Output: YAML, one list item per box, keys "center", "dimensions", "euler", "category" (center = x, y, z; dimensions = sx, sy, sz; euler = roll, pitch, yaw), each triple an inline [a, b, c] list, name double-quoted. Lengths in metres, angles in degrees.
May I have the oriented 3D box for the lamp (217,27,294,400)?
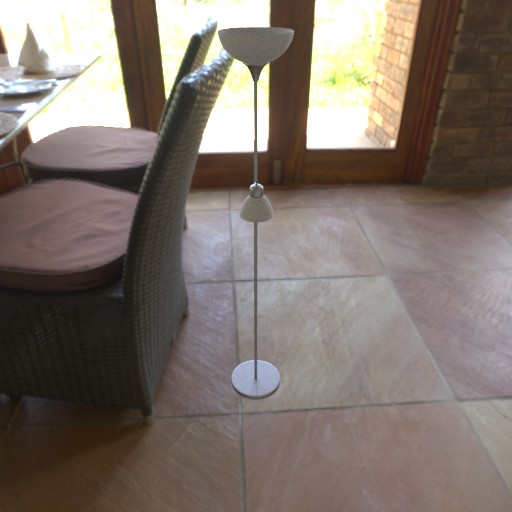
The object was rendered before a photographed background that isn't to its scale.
- center: [0.000, 0.000, 1.998]
  dimensions: [0.279, 1.804, 0.425]
  euler: [0, 33, -1]
  category: "lamp"
